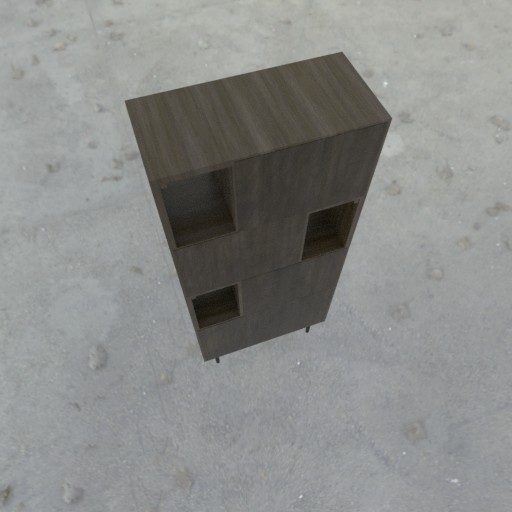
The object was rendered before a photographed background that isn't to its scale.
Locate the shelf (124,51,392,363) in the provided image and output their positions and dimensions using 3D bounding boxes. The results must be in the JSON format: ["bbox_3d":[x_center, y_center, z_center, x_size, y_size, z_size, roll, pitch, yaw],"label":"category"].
[{"bbox_3d":[0.000,0.000,1.877,0.670,1.545,0.323,-17,60,-10],"label":"shelf"}]
